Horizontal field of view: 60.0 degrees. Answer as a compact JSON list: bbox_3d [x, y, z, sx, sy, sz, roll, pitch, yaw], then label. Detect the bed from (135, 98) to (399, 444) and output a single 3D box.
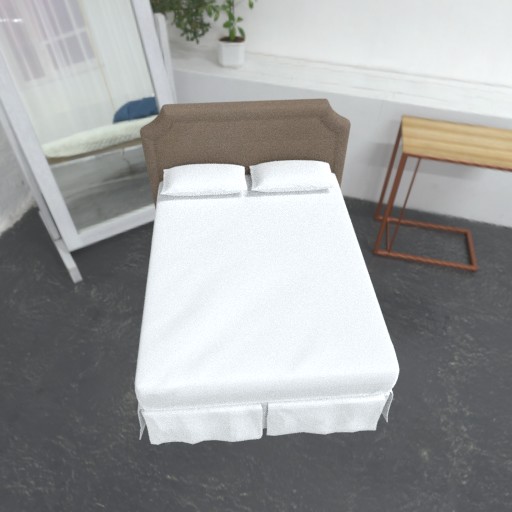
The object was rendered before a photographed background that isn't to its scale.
[{"bbox_3d":[0.000,0.000,3.154,1.693,1.290,2.116,-3,46,-3],"label":"bed"}]
